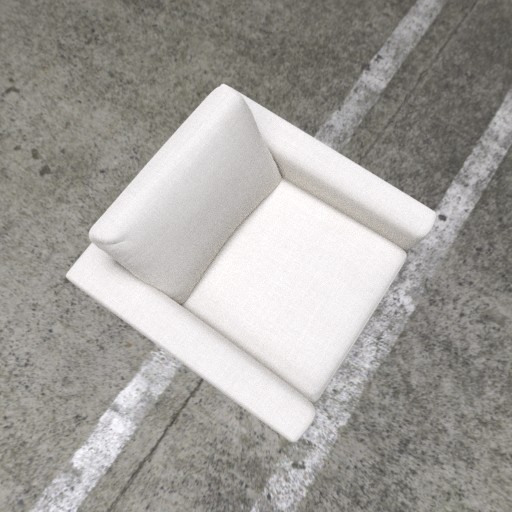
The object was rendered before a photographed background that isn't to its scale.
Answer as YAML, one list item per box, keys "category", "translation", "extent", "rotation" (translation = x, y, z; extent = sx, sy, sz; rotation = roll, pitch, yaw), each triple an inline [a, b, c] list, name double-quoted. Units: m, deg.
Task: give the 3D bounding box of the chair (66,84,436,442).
- category: "chair"
  translation: [0.000, 0.000, 1.925]
  extent: [1.100, 0.876, 1.070]
  rotation: [34, 78, 8]
